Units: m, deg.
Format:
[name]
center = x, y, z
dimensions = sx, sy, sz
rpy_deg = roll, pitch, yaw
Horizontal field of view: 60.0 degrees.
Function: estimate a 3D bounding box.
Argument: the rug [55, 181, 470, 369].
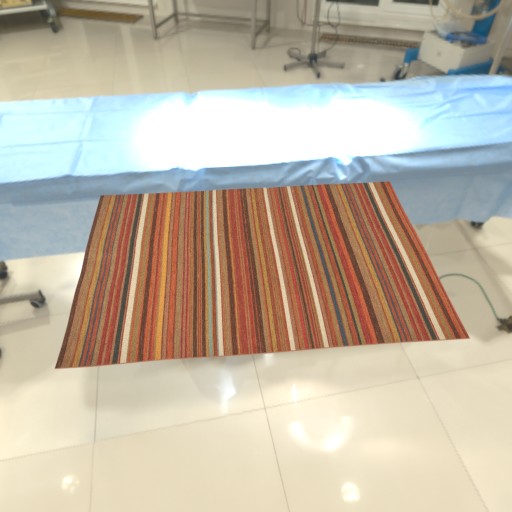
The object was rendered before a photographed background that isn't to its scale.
[rug]
center = 0.000, 0.000, 2.361
dimensions = 1.828, 0.007, 1.217
rpy_deg = -3, 45, -3
